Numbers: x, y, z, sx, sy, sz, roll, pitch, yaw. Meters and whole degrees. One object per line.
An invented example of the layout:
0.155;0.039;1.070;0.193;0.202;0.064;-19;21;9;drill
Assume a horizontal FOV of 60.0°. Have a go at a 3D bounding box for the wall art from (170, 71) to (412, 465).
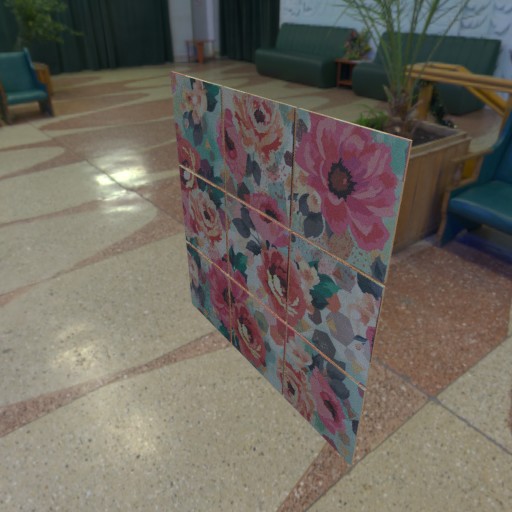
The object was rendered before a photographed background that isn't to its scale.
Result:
0.000;0.000;2.191;0.013;1.519;1.521;-20;37;-30;wall art
